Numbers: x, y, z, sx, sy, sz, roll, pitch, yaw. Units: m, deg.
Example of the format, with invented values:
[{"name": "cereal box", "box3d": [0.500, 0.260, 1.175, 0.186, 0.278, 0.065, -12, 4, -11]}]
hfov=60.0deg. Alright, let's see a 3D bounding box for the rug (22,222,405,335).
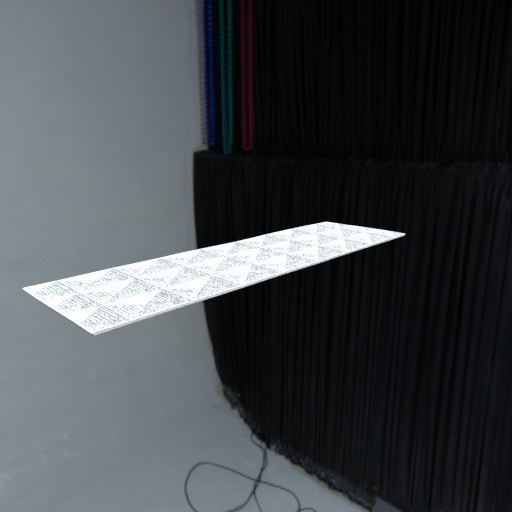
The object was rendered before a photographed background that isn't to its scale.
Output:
[{"name": "rug", "box3d": [0.000, 0.000, 2.412, 0.645, 0.015, 2.182, 14, 21, 43]}]
